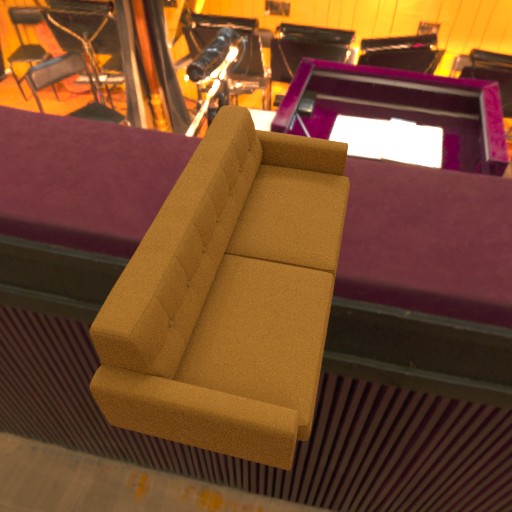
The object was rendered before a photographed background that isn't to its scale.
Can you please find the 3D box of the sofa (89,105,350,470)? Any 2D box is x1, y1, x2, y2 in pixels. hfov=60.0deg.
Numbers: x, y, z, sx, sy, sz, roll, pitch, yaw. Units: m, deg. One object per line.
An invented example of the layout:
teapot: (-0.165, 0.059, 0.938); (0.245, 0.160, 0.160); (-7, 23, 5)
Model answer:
sofa: (0.000, 0.000, 2.493); (0.909, 0.841, 2.029); (10, 48, 9)
